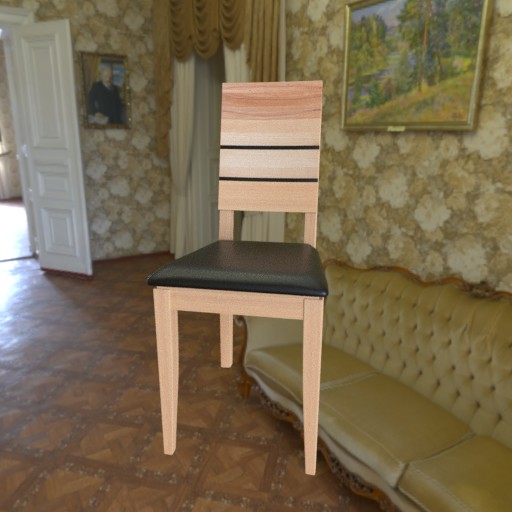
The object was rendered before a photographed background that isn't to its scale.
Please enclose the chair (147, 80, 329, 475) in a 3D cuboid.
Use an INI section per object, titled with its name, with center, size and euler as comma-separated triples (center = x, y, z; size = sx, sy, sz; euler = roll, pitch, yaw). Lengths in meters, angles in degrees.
[chair]
center = 0.000, 0.000, 1.206
size = 0.410, 0.940, 0.520
euler = 3, 15, 11
